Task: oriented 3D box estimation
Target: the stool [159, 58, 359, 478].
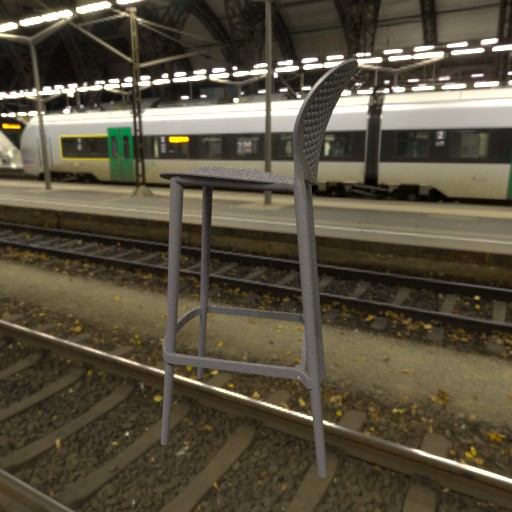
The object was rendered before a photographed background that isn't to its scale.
[{"bbox_3d":[0.000,0.000,1.315,0.535,1.045,0.536,2,14,8],"label":"stool"}]
